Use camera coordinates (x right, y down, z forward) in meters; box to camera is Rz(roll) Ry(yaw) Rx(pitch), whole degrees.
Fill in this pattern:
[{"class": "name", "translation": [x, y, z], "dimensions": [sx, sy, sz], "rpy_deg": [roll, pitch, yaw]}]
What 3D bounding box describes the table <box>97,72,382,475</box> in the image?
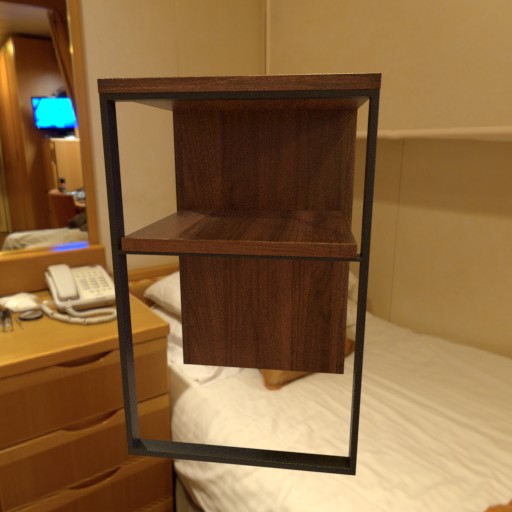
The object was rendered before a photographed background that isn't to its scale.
[{"class": "table", "translation": [0.000, 0.000, 1.515], "dimensions": [0.660, 1.041, 0.786], "rpy_deg": [2, 14, 7]}]
